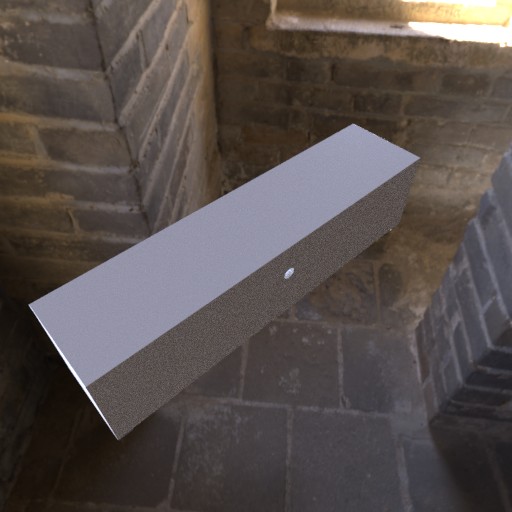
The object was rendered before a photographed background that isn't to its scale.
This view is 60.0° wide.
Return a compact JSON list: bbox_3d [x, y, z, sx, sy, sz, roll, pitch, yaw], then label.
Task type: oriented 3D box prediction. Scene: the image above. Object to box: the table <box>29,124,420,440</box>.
[{"bbox_3d":[0.000,0.000,1.879,1.650,0.420,0.390,-34,56,-27],"label":"table"}]
